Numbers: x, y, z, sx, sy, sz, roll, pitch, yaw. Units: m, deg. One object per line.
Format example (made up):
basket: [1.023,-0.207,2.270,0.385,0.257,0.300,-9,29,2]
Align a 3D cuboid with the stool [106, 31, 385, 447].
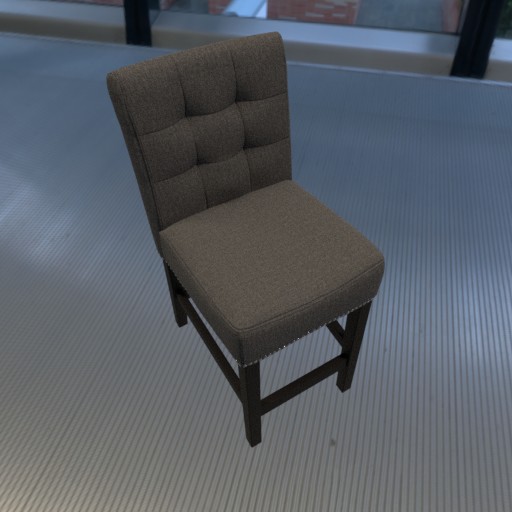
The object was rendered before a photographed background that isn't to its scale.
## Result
stool: [0.000,0.000,1.155,0.427,0.885,0.571,-24,52,-20]
